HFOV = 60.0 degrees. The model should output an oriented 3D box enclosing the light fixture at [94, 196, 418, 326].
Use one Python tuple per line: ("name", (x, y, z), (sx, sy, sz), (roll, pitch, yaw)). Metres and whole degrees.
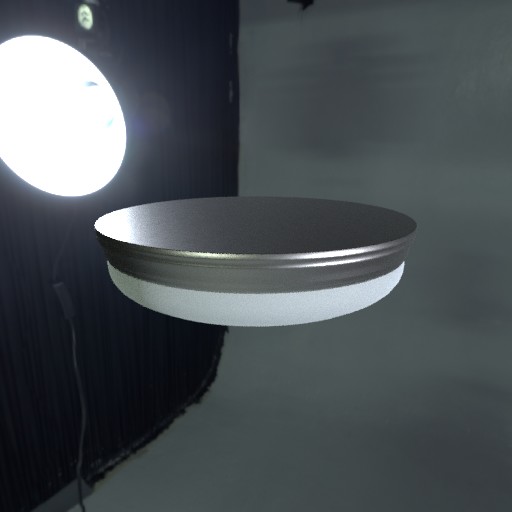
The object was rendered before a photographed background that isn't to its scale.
("light fixture", (0.000, 0.000, 0.546), (0.368, 0.100, 0.368), (0, 15, 0))
